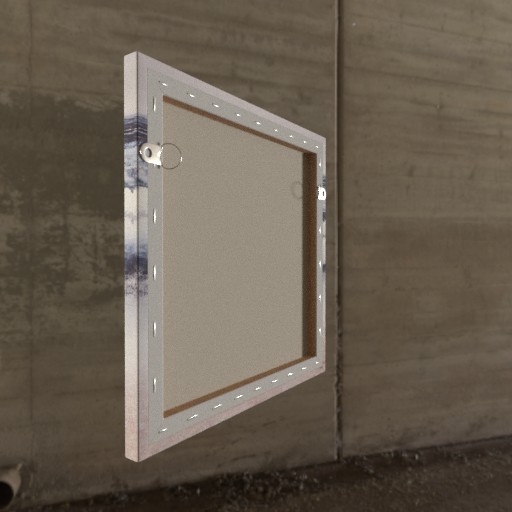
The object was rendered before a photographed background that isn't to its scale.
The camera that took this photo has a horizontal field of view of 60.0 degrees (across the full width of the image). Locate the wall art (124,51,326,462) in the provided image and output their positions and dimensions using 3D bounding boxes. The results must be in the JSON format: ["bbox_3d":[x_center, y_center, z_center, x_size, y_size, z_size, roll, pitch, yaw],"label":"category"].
[{"bbox_3d":[0.000,0.000,1.111,0.065,0.747,0.755,0,1,35],"label":"wall art"}]
